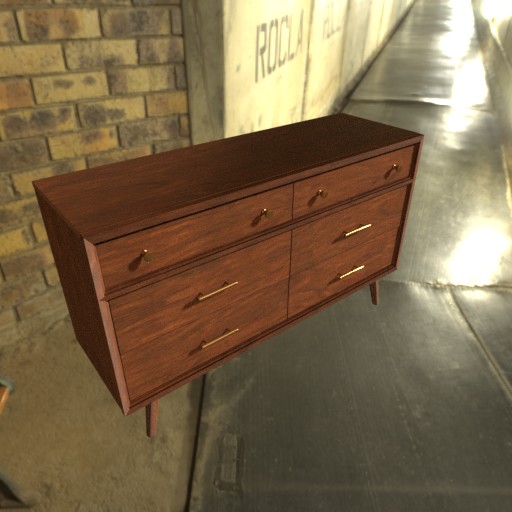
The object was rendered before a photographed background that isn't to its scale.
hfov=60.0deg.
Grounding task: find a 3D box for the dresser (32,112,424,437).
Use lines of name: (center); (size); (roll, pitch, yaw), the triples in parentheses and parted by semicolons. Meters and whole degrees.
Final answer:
dresser: (0.000, 0.000, 1.900); (1.472, 0.889, 0.500); (-22, 38, -32)
